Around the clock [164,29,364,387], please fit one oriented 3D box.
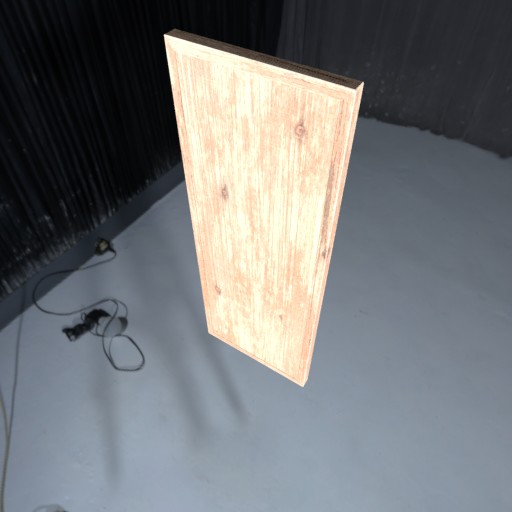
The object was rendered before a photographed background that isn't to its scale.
[{"bbox_3d":[0.000,0.000,1.072,0.361,0.965,0.030,25,53,21],"label":"clock"}]
